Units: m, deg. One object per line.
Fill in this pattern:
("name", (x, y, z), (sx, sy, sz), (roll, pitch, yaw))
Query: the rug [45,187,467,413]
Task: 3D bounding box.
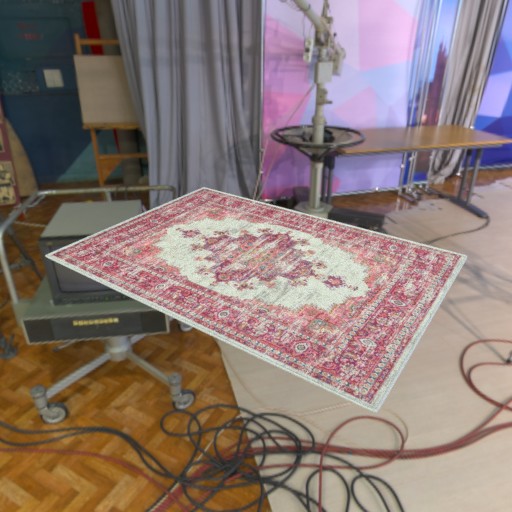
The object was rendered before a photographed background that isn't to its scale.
("rug", (0.000, 0.000, 2.843), (2.232, 0.011, 1.555), (19, 34, 30))
